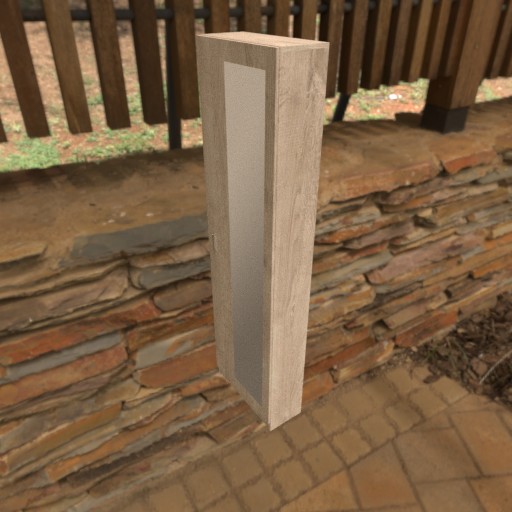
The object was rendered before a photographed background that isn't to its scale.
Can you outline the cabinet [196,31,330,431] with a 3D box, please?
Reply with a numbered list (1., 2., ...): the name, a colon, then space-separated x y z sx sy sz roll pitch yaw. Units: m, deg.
1. cabinet: 0.000 0.000 2.023 0.230 1.790 0.500 -20 37 -30
